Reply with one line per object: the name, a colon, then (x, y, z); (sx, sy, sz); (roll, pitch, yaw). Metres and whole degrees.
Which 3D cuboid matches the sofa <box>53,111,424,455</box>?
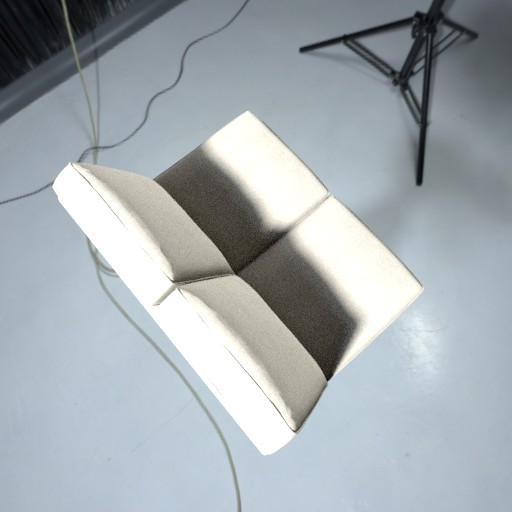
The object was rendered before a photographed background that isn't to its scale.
sofa: (0.000, 0.000, 1.982); (0.978, 1.006, 1.232); (-40, 78, -10)
